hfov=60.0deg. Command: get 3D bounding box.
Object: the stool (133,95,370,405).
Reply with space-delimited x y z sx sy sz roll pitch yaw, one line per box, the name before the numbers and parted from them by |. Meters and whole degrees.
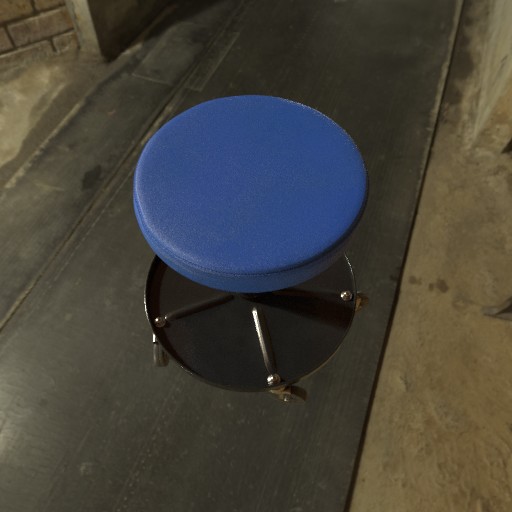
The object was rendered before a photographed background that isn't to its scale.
stool | 0.000 0.000 0.656 0.382 0.365 0.381 -15 59 -9
